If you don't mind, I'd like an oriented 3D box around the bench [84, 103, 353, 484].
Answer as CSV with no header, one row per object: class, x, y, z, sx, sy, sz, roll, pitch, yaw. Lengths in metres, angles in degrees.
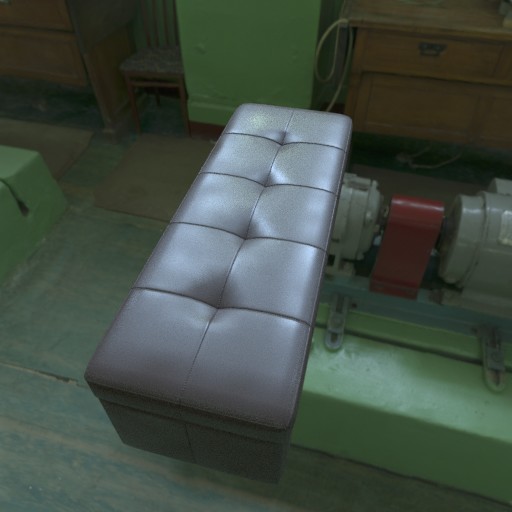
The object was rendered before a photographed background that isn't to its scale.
bench,0.000,0.000,1.401,0.450,0.417,1.219,10,47,10
